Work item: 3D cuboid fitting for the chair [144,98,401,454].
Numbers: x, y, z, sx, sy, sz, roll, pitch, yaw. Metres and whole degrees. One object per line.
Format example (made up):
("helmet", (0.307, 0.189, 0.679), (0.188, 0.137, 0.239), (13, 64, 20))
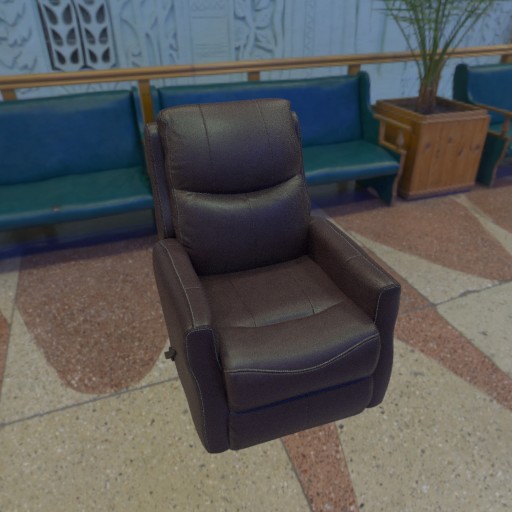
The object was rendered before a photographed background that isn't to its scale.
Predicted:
("chair", (0.000, 0.000, 1.782), (0.829, 1.030, 1.080), (-10, 34, -16))
